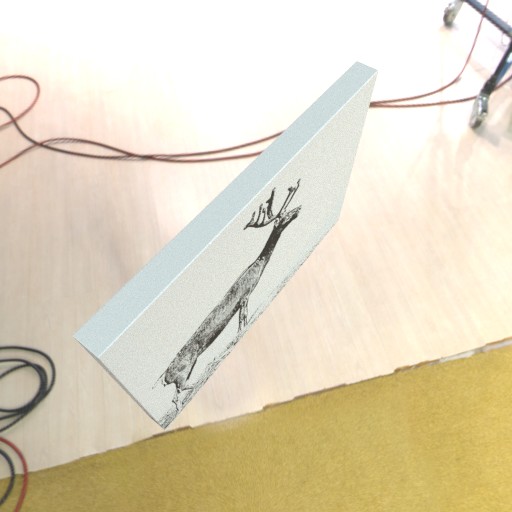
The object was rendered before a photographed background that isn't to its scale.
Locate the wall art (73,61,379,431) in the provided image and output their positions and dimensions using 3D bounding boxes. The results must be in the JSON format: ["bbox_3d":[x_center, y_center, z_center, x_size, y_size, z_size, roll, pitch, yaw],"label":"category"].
[{"bbox_3d":[0.000,0.000,0.780,0.042,0.414,0.608,33,64,19],"label":"wall art"}]
